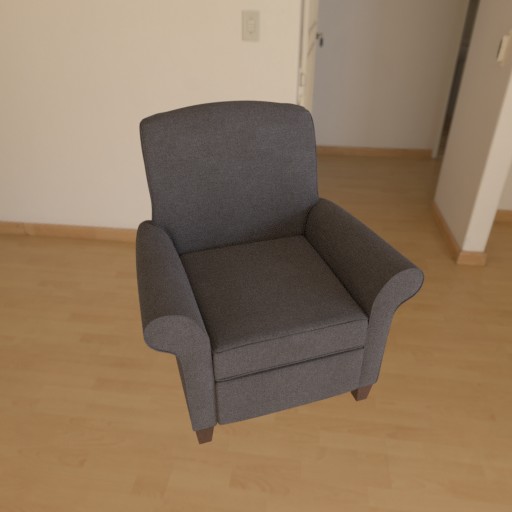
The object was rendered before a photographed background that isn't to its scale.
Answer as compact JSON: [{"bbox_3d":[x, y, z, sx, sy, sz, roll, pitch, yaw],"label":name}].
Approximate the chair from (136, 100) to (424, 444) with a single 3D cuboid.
[{"bbox_3d":[0.000,0.000,1.824,0.978,1.061,0.905,-9,33,-15],"label":"chair"}]
